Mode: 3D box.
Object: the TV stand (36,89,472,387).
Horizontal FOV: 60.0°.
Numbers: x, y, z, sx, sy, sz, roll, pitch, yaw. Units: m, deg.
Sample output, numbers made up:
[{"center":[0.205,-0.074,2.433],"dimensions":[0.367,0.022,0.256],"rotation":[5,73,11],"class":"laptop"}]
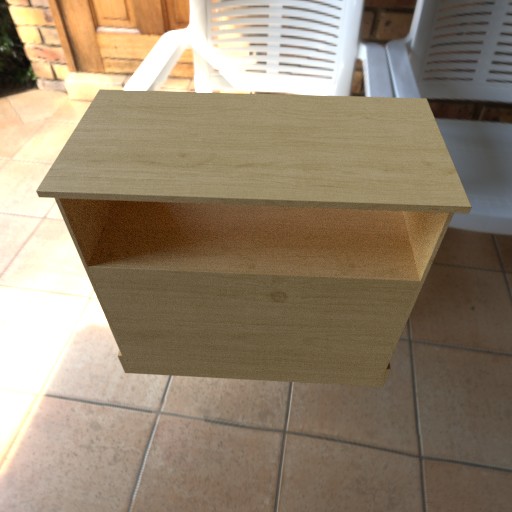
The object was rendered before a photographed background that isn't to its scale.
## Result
[{"center":[0.000,0.000,1.297],"dimensions":[0.851,0.787,0.430],"rotation":[2,47,2],"class":"TV stand"}]
